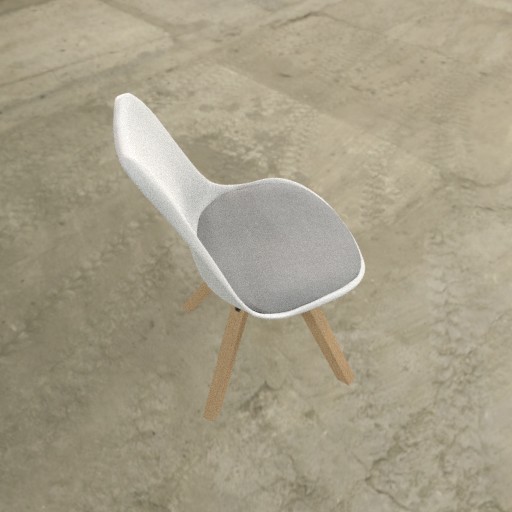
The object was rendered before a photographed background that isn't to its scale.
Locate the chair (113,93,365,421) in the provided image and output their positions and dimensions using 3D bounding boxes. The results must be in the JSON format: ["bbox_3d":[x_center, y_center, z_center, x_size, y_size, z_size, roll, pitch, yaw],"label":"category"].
[{"bbox_3d":[0.000,0.000,1.172,0.550,0.850,0.485,-11,48,-10],"label":"chair"}]
